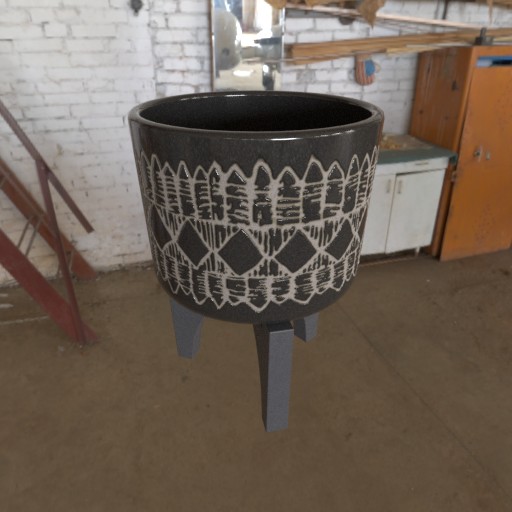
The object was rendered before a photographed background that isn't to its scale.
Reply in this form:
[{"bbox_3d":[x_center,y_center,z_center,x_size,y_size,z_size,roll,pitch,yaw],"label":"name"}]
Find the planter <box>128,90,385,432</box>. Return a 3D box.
[{"bbox_3d":[0.000,0.000,0.408,0.196,0.264,0.196,8,29,15],"label":"planter"}]
